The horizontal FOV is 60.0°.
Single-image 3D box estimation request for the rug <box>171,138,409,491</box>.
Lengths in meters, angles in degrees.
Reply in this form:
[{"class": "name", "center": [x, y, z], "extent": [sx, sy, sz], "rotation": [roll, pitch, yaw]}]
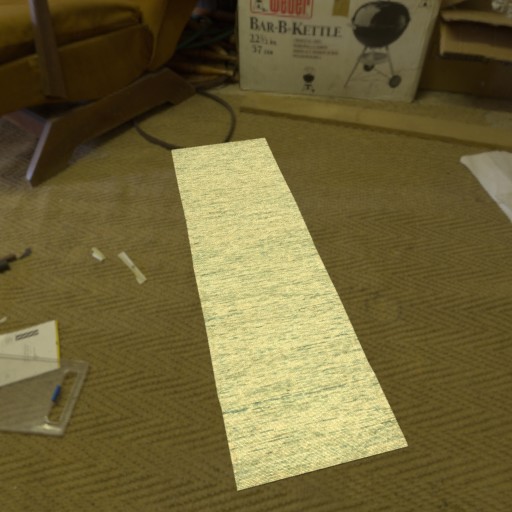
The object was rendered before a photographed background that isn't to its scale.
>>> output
[{"class": "rug", "center": [0.000, 0.000, 2.452], "extent": [0.700, 0.014, 2.290], "rotation": [-10, 48, -9]}]
